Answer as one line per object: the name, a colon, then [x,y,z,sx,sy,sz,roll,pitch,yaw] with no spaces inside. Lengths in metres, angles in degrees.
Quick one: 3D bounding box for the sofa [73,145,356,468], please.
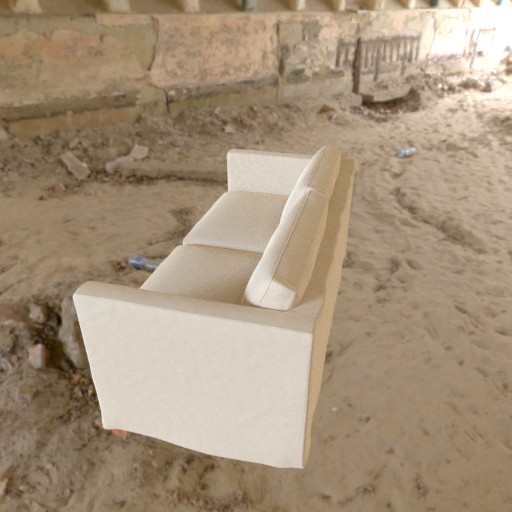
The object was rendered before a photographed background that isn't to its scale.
sofa: [0.000,0.000,2.514,0.940,0.870,1.987,8,31,13]
